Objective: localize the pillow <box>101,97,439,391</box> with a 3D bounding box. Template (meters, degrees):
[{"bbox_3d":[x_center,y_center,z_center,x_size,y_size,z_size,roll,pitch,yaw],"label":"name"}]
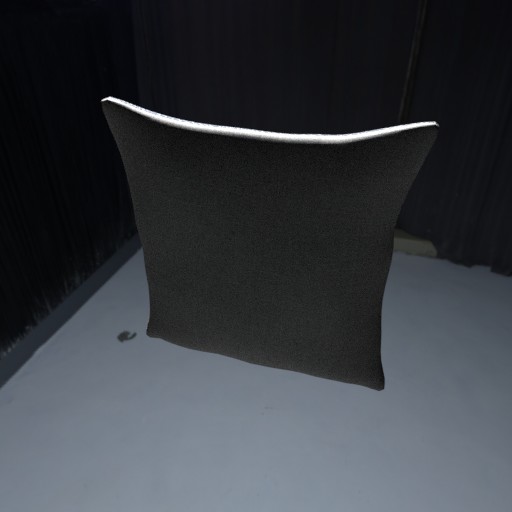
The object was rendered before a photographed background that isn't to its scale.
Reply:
[{"bbox_3d":[0.000,0.000,0.662,0.435,0.432,0.138,10,33,15],"label":"pillow"}]
